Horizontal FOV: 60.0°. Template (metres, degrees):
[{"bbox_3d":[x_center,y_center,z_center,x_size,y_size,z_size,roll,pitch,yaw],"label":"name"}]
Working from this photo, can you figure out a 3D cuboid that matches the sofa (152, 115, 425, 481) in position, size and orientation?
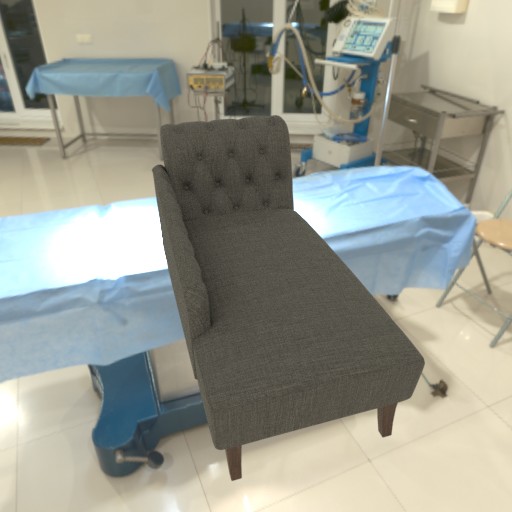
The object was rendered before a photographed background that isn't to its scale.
[{"bbox_3d":[0.000,0.000,1.800,0.675,0.787,1.379,-9,33,-14],"label":"sofa"}]
